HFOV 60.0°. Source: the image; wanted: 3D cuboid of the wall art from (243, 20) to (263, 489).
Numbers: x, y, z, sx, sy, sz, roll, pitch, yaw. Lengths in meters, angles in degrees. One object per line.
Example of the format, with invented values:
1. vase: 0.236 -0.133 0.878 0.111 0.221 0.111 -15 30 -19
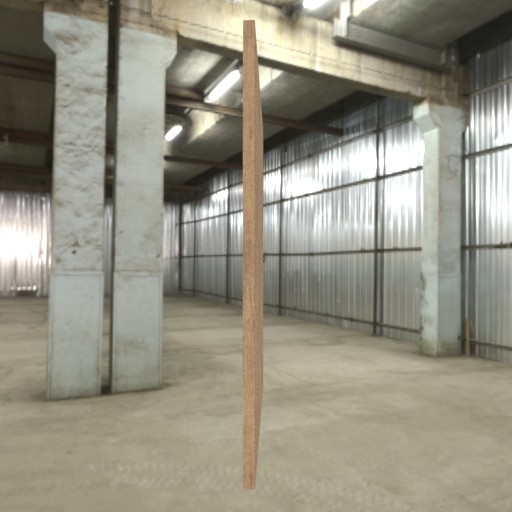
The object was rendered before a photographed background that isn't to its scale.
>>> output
1. wall art: 0.000 0.000 0.915 0.018 0.686 0.534 0 -1 2
